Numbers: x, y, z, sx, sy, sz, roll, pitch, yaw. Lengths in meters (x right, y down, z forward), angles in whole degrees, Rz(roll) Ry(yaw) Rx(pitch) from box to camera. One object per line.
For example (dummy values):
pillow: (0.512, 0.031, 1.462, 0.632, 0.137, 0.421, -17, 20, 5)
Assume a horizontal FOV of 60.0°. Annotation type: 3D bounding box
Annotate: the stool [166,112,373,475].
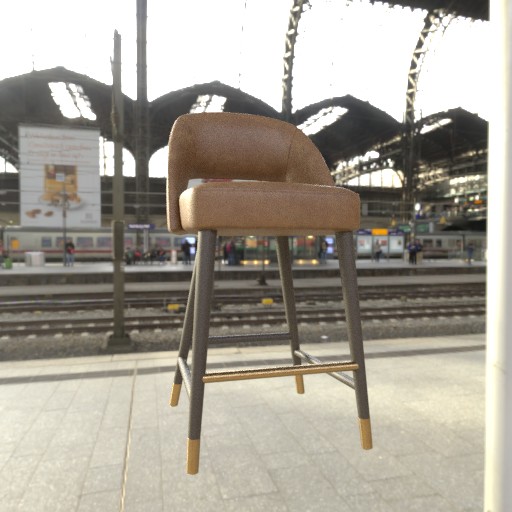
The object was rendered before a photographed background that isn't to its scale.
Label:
stool: (0.000, 0.000, 1.251, 0.494, 0.940, 0.509, 0, 1, -16)
